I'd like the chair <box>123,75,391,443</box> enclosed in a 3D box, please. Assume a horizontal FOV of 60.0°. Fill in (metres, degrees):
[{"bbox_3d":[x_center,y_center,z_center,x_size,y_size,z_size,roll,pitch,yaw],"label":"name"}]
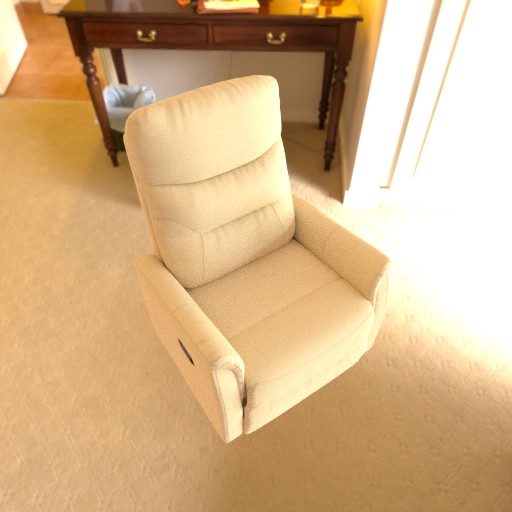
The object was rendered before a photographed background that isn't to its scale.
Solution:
[{"bbox_3d":[0.000,0.000,1.659,0.775,1.082,0.831,-26,52,-22],"label":"chair"}]
